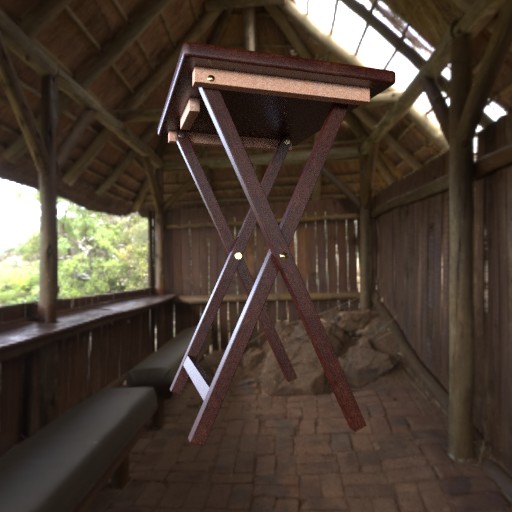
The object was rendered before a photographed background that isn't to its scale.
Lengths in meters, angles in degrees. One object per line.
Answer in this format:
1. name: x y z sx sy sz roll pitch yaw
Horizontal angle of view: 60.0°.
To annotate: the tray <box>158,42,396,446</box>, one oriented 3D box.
1. tray: 0.000 0.000 0.964 0.381 0.660 0.483 0 0 -17
